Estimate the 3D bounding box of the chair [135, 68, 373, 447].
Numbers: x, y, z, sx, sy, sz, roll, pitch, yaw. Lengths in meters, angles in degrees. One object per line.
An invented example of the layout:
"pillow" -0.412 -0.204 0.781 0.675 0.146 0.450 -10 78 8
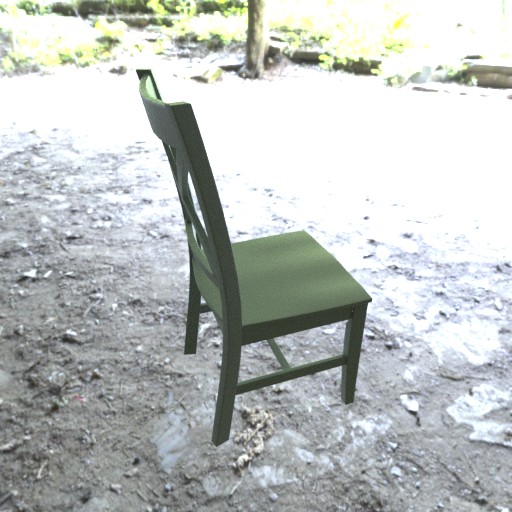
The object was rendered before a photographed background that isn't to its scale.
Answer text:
"chair" 0.000 0.000 1.299 0.542 0.983 0.485 -10 32 -17
